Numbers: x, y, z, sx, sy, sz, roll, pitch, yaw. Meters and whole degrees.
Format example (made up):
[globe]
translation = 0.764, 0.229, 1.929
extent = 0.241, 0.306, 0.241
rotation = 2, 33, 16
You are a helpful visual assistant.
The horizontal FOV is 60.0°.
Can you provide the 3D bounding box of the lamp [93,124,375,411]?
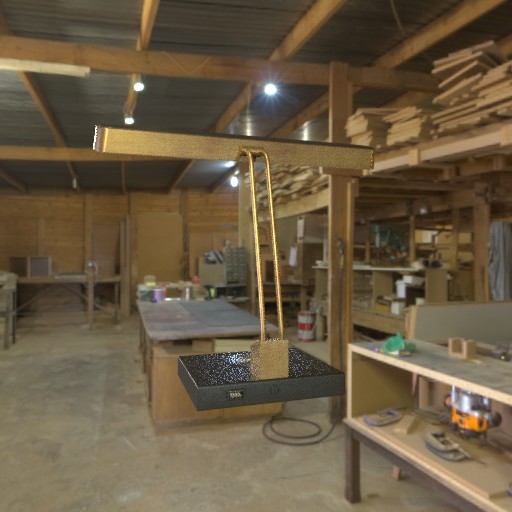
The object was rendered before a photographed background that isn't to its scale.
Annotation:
[lamp]
translation = 0.000, 0.000, 0.593
extent = 0.412, 0.345, 0.156
rotation = 0, 0, -18
